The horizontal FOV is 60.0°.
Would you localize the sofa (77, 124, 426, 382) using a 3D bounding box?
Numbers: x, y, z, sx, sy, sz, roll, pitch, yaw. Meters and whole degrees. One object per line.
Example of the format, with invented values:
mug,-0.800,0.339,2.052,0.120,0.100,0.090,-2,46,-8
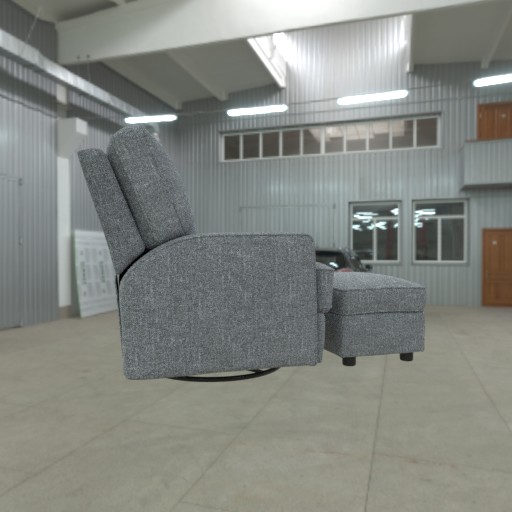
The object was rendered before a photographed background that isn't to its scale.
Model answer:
sofa,0.000,0.000,2.045,1.472,0.959,0.861,0,1,-17
